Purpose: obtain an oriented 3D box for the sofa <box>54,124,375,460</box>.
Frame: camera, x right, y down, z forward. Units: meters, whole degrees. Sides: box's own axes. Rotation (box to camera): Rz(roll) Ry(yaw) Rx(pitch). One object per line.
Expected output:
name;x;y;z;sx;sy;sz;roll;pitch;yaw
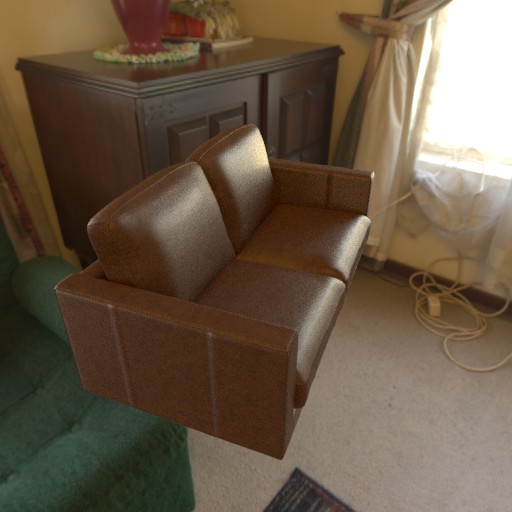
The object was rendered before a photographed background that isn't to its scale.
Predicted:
sofa;0.000;0.000;2.145;0.909;0.951;1.578;12;33;19
